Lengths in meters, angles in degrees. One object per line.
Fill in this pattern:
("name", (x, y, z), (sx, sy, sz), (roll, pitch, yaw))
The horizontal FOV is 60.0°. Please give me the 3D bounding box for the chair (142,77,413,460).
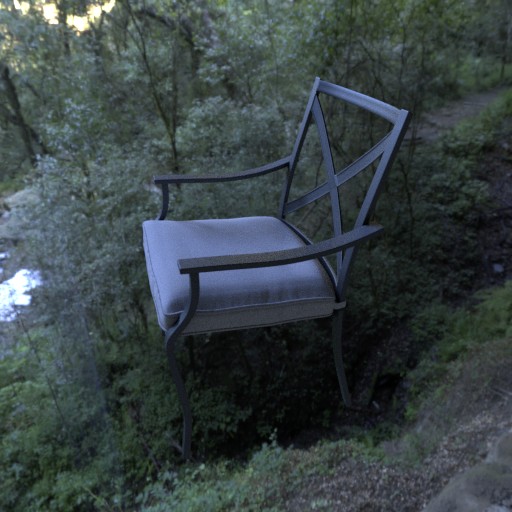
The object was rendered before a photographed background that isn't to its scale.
("chair", (0.000, 0.000, 1.293), (0.620, 0.889, 0.575), (-9, 31, -14))
